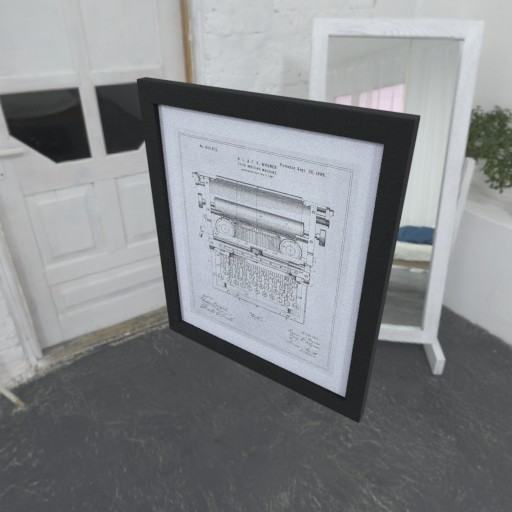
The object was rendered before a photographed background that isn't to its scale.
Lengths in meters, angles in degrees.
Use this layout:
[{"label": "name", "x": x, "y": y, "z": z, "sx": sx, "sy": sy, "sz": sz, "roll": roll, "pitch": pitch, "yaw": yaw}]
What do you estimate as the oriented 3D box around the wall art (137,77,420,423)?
[{"label": "wall art", "x": 0.000, "y": 0.000, "z": 0.726, "sx": 0.432, "sy": 0.508, "sz": 0.021, "roll": 19, "pitch": 36, "yaw": 28}]
